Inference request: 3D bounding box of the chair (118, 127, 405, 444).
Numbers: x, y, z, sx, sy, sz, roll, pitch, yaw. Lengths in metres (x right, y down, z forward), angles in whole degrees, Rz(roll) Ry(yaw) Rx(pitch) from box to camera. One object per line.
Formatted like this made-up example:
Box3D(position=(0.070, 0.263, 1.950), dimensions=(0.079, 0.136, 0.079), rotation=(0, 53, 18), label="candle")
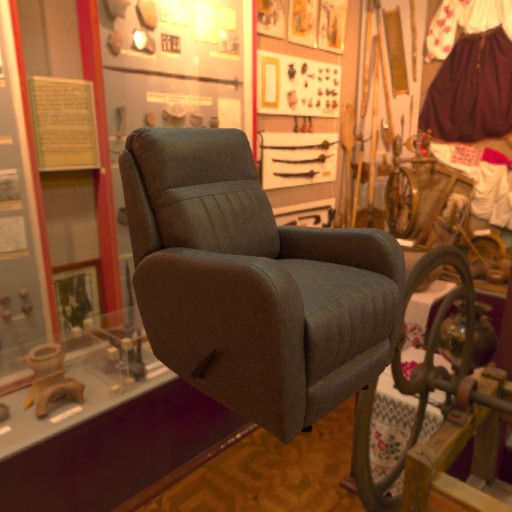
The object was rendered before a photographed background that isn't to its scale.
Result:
Box3D(position=(0.000, 0.000, 1.884), dimensions=(1.067, 1.067, 0.865), rotation=(14, 20, 42), label="chair")
